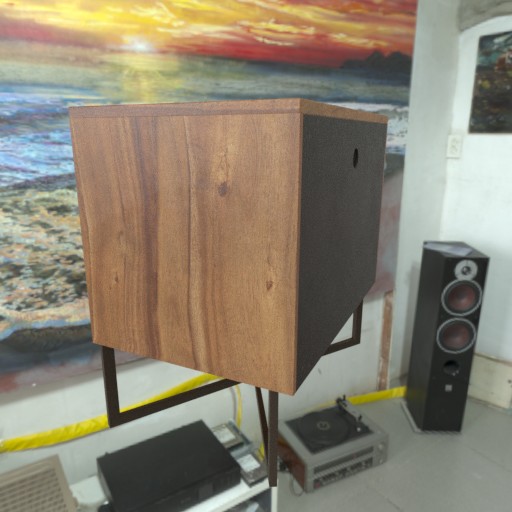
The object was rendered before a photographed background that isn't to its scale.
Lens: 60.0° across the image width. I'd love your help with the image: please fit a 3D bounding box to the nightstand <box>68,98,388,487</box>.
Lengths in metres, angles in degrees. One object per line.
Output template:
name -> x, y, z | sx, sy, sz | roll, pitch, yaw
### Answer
nightstand -> 0.000, 0.000, 0.998 | 0.427, 0.615, 0.613 | 7, 17, 25
